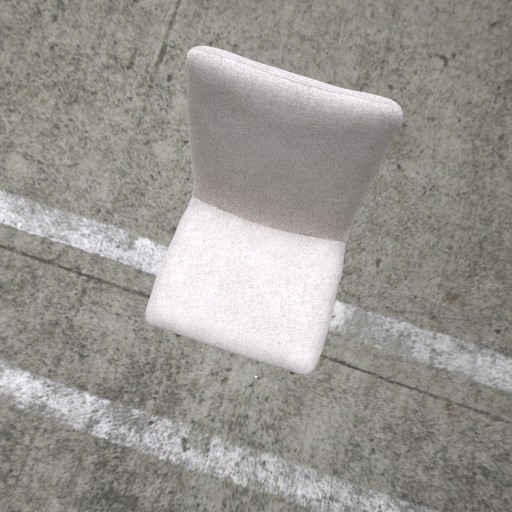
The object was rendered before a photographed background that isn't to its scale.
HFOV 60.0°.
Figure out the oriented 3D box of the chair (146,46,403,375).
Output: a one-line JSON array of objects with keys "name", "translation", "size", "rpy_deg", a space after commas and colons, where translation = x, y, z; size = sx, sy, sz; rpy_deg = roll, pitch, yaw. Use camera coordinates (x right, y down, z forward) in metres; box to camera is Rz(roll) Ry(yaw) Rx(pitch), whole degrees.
[{"name": "chair", "translation": [0.000, 0.000, 1.290], "size": [0.522, 0.974, 0.563], "rpy_deg": [17, 75, 5]}]
